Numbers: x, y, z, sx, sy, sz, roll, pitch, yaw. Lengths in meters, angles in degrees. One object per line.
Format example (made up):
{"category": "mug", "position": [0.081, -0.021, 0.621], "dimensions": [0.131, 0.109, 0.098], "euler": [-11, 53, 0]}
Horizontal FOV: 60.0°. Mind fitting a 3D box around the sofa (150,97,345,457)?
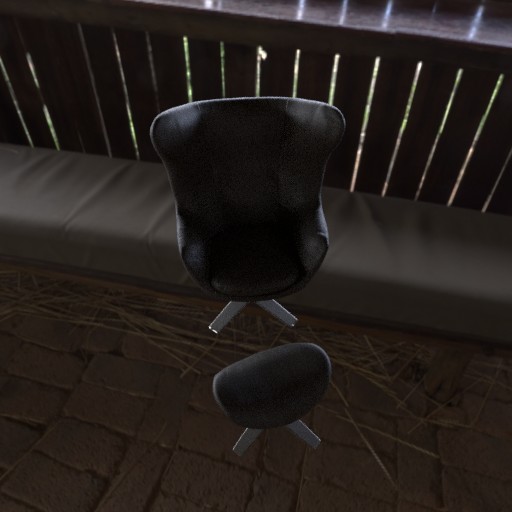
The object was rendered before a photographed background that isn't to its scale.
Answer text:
{"category": "sofa", "position": [0.000, 0.000, 2.148], "dimensions": [0.894, 1.135, 1.444], "euler": [-4, 44, -4]}
